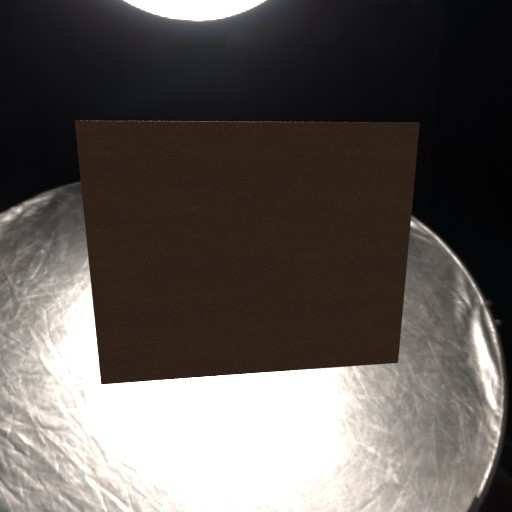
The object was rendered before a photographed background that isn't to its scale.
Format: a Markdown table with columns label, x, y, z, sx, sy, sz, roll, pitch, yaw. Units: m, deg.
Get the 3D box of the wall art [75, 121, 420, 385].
| label | x | y | z | sx | sy | sz | roll | pitch | yaw |
| --- | --- | --- | --- | --- | --- | --- | --- | --- | --- |
| wall art | 0.000 | 0.000 | 0.705 | 0.508 | 0.408 | 0.012 | -2 | 15 | -8 |
